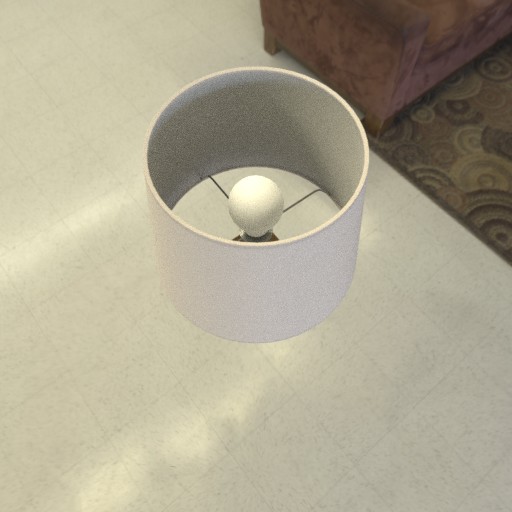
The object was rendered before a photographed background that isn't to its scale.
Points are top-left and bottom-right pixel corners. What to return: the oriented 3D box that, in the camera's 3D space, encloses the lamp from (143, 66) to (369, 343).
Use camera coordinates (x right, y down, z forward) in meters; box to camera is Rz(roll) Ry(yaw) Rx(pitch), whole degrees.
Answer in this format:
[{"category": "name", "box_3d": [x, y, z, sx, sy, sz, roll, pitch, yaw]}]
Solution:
[{"category": "lamp", "box_3d": [0.000, 0.000, 0.584, 0.251, 0.435, 0.251, 0, 64, 0]}]
